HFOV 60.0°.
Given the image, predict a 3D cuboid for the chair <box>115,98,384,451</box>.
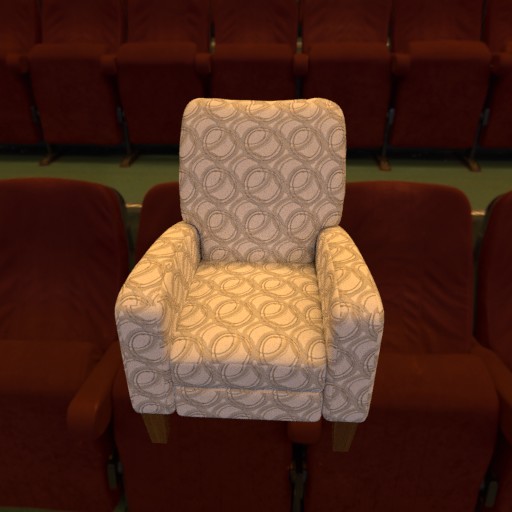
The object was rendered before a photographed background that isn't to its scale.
[{"bbox_3d":[0.000,0.000,1.731,0.796,1.065,0.995,2,30,3],"label":"chair"}]
